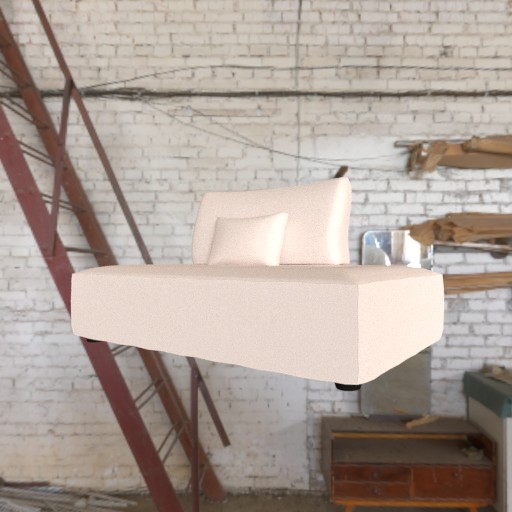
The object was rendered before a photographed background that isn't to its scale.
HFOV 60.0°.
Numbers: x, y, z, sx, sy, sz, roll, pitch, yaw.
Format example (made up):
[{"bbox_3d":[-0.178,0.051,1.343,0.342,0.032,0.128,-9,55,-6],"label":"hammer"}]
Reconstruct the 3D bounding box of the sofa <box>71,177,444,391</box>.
[{"bbox_3d":[0.000,0.000,2.086,1.450,0.820,1.000,0,0,36],"label":"sofa"}]
